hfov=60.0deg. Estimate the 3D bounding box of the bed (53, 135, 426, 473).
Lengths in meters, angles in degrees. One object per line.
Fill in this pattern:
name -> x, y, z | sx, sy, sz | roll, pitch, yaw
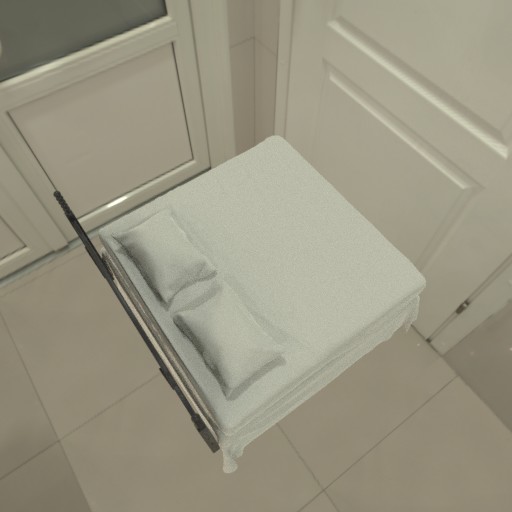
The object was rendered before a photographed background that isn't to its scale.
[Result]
bed -> 0.000, 0.000, 3.642 | 2.219, 1.355, 2.322 | -32, 65, -17
